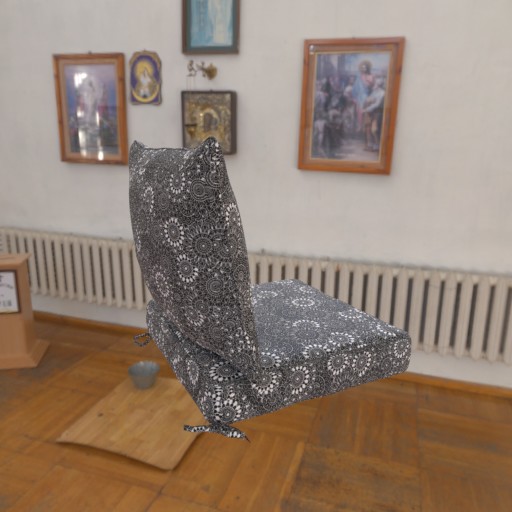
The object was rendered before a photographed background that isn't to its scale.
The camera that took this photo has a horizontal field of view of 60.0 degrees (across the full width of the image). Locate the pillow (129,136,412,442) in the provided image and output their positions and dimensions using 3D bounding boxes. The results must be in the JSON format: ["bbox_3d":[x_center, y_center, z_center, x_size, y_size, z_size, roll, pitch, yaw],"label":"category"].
[{"bbox_3d":[0.000,0.000,1.414,0.740,0.722,0.798,-7,15,-26],"label":"pillow"}]
